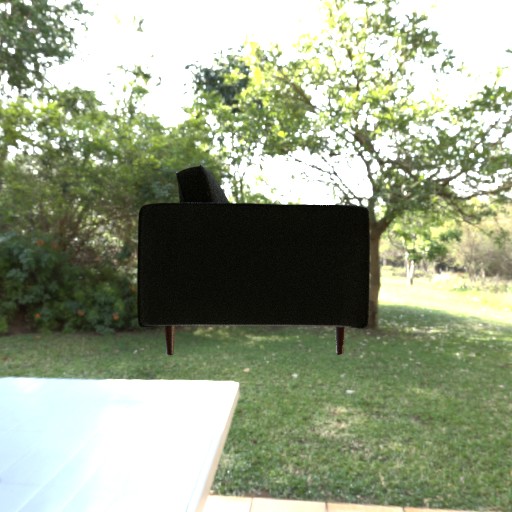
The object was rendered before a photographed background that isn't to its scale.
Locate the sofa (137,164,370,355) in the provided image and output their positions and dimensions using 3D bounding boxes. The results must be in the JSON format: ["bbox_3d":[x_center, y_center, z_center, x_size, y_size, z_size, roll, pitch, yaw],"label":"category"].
[{"bbox_3d":[0.000,0.000,2.715,0.886,0.781,2.214,0,1,0],"label":"sofa"}]
